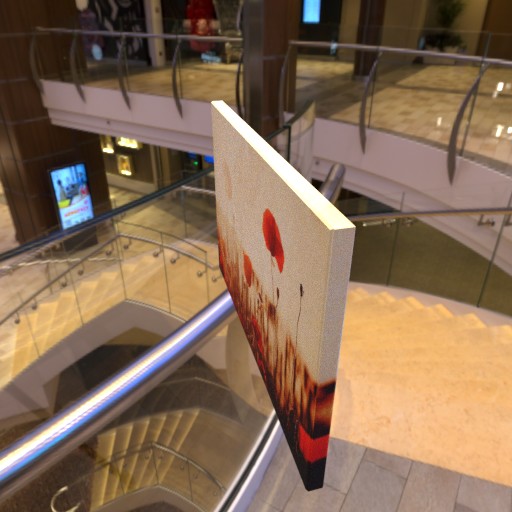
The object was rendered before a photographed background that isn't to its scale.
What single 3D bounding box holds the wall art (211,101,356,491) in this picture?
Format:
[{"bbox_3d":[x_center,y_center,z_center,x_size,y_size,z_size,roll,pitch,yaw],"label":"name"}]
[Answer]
[{"bbox_3d":[0.000,0.000,1.145,0.038,0.602,0.918,-8,31,-13],"label":"wall art"}]
